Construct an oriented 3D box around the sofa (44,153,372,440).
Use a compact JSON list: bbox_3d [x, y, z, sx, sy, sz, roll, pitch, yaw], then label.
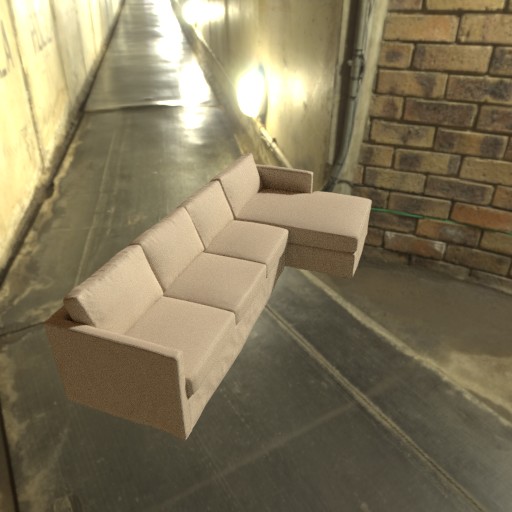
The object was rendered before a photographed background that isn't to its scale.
[{"bbox_3d":[0.000,0.000,3.875,1.622,0.871,3.206,11,32,17],"label":"sofa"}]
